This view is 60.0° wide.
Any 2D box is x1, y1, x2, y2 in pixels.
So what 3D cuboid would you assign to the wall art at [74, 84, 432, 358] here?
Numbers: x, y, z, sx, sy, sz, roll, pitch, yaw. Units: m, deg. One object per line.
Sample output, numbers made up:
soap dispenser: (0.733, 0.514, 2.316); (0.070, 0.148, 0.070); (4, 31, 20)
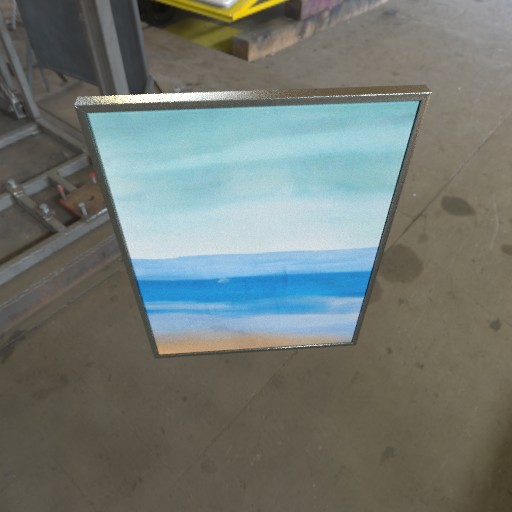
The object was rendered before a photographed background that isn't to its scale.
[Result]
wall art: (0.000, 0.000, 1.391); (0.803, 1.062, 0.041); (-3, 46, -3)
